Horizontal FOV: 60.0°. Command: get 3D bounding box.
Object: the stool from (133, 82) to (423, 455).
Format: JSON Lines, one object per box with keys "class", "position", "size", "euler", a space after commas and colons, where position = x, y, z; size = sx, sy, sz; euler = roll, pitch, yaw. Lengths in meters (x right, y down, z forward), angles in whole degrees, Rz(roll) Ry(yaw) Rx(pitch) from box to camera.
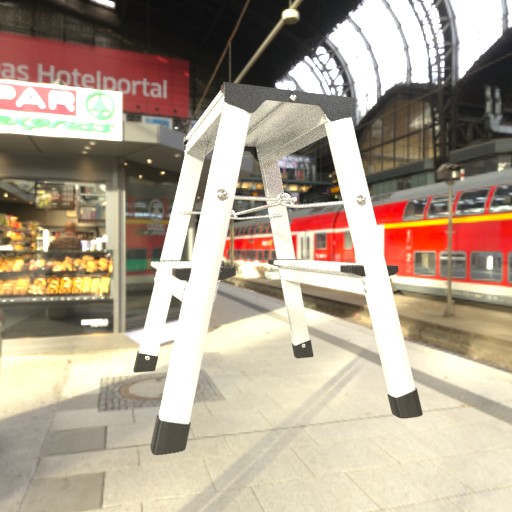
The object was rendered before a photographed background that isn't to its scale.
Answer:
{"class": "stool", "position": [0.000, 0.000, 0.793], "size": [0.405, 0.480, 0.404], "euler": [0, 1, -19]}
